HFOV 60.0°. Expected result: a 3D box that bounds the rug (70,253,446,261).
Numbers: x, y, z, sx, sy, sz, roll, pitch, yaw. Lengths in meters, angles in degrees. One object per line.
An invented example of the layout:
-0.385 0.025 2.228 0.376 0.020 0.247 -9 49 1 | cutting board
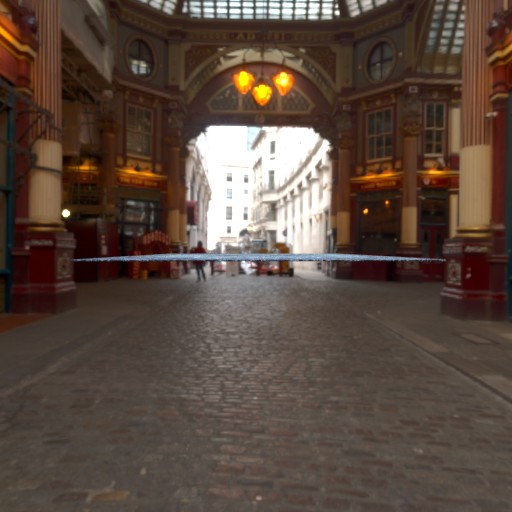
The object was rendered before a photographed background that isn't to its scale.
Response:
0.000 0.000 2.343 1.219 0.005 1.828 0 1 -1 | rug
